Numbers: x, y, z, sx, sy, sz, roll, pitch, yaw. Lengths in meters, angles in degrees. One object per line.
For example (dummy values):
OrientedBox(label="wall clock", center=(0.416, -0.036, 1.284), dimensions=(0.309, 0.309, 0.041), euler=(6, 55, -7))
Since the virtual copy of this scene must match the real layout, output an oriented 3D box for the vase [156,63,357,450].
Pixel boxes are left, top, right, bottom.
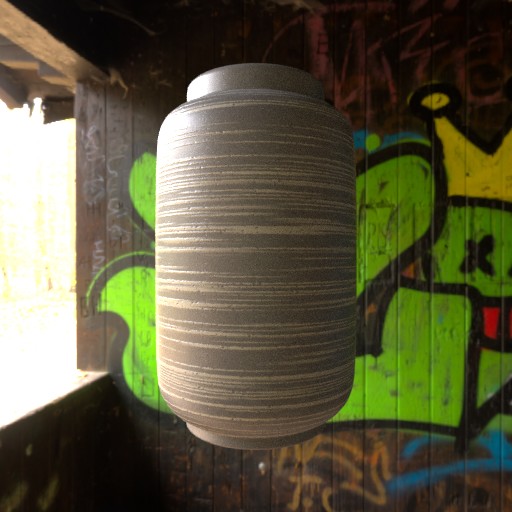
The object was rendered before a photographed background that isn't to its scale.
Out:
OrientedBox(label="vase", center=(0.000, 0.000, 0.670), dimensions=(0.297, 0.499, 0.297), euler=(0, 0, 0))
